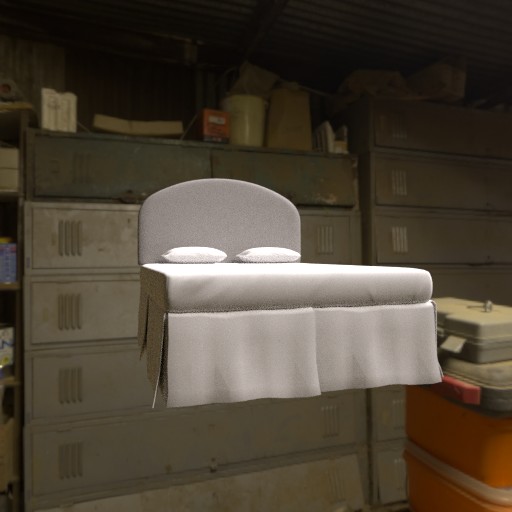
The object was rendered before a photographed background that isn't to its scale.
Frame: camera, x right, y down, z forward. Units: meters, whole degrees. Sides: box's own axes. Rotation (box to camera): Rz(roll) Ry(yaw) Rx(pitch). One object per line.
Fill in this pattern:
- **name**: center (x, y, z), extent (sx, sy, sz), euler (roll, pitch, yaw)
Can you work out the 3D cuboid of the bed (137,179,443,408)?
- **bed**: center (0.000, 0.000, 3.156), extent (1.607, 1.410, 2.005), euler (0, 0, -18)
